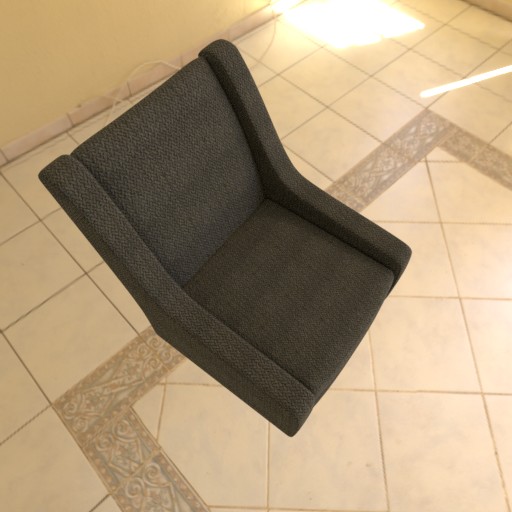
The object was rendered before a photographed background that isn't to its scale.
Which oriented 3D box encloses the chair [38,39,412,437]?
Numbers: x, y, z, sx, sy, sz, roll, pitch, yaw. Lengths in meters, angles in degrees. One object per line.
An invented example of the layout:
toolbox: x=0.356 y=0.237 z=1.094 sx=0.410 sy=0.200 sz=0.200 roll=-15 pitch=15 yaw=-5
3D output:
chair: x=0.000 y=0.000 z=1.645 sx=0.944 sy=1.012 sz=0.793 roll=33 pitch=64 yaw=18
